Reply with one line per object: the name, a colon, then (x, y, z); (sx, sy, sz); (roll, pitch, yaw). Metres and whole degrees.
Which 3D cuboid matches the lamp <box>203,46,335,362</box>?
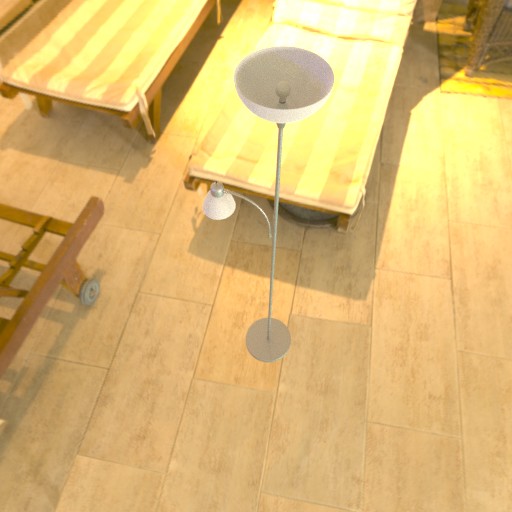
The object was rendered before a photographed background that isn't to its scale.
lamp: (0.000, 0.000, 1.931); (0.425, 1.804, 0.279); (14, 58, 9)
